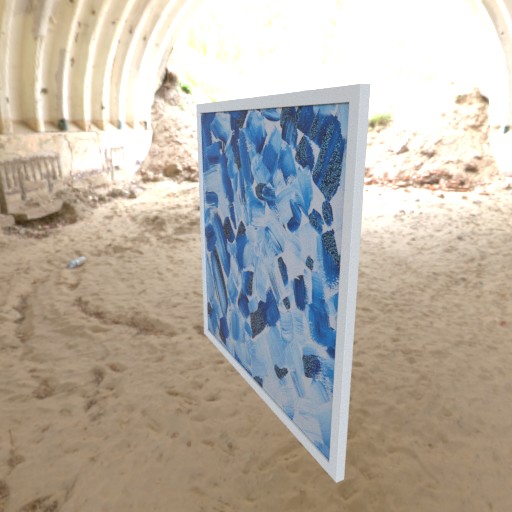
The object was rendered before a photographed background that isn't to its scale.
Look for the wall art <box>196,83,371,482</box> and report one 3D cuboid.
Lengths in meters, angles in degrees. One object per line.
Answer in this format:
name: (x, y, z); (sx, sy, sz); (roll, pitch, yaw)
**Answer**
wall art: (0.000, 0.000, 0.676); (0.012, 0.457, 0.457); (-8, 18, -26)
